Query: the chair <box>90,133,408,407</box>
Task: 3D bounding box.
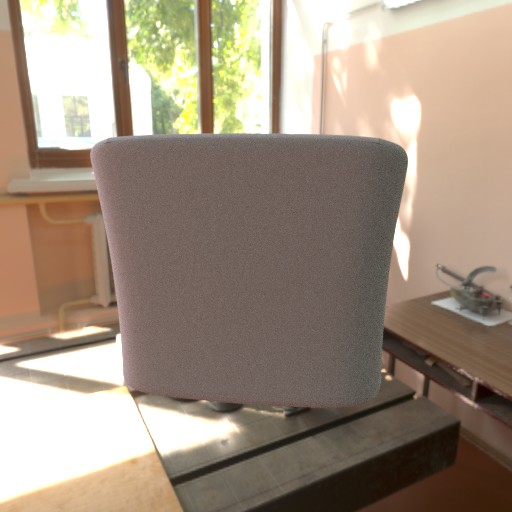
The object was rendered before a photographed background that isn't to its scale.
[{"bbox_3d":[0.000,0.000,1.355,0.790,0.720,0.700,2,15,7],"label":"chair"}]
